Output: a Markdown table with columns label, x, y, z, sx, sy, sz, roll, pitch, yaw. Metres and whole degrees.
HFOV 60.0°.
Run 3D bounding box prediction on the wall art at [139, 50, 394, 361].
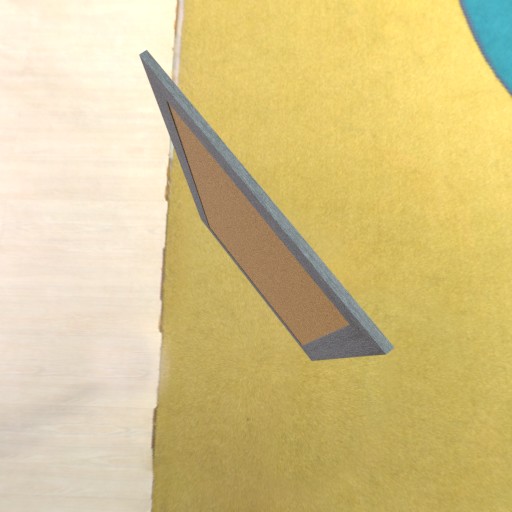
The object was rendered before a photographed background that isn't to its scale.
| label | x | y | z | sx | sy | sz | roll | pitch | yaw |
| --- | --- | --- | --- | --- | --- | --- | --- | --- | --- |
| wall art | 0.000 | 0.000 | 1.368 | 0.020 | 1.070 | 0.768 | -37 | 79 | -8 |
